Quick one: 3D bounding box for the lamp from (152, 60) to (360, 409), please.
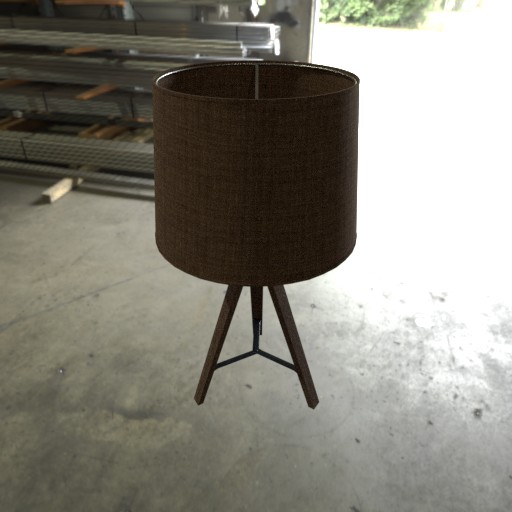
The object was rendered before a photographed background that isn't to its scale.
[{"bbox_3d":[0.000,0.000,0.673,0.290,0.514,0.290,0,32,0],"label":"lamp"}]
